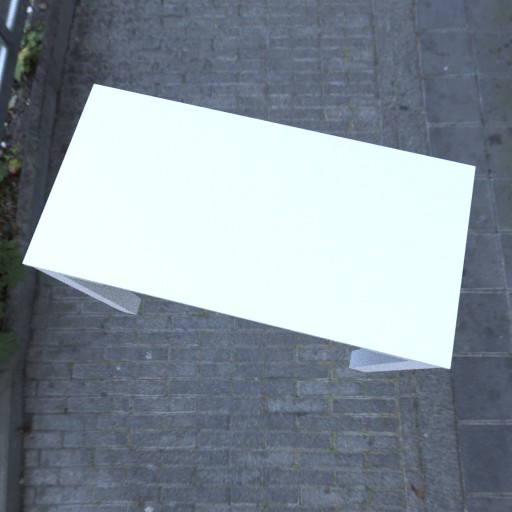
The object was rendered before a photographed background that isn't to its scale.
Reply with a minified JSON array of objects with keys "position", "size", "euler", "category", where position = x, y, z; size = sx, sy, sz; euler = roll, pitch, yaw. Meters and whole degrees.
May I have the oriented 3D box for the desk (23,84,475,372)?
[{"position":[0.000,0.000,1.424],"size":[0.990,0.762,0.497],"euler":[13,75,4],"category":"desk"}]
